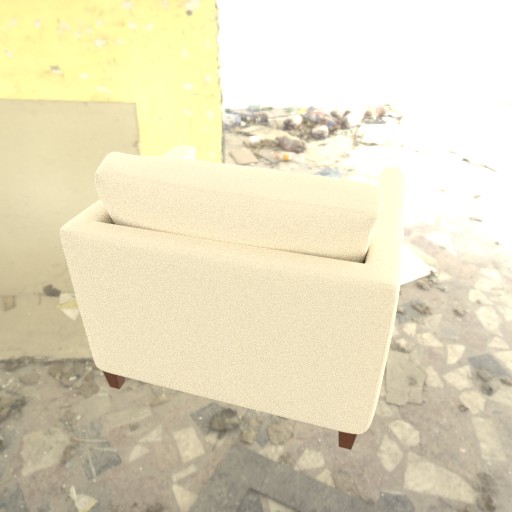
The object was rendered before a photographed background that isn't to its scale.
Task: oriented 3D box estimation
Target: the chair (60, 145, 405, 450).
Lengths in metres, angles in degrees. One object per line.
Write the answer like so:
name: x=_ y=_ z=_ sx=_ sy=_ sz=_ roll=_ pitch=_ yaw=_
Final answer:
chair: x=0.000 y=0.000 z=1.683 sx=1.019 sy=0.885 sz=0.878 roll=9 pitch=33 yaw=14
